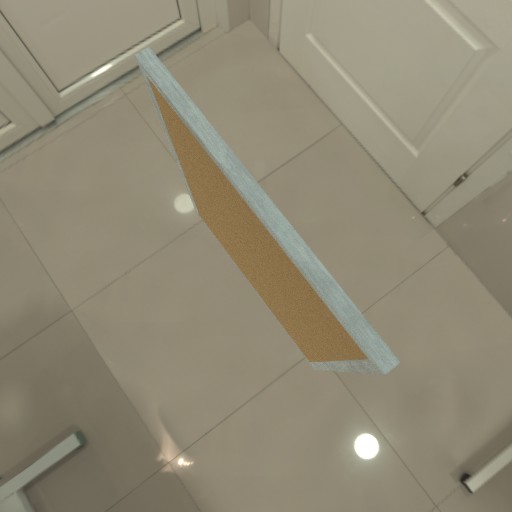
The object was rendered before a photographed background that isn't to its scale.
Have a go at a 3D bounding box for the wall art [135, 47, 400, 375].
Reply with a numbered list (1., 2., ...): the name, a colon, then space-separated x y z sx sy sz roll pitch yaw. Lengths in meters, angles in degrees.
1. wall art: 0.000 0.000 0.790 0.022 0.582 0.479 -36 79 -8
